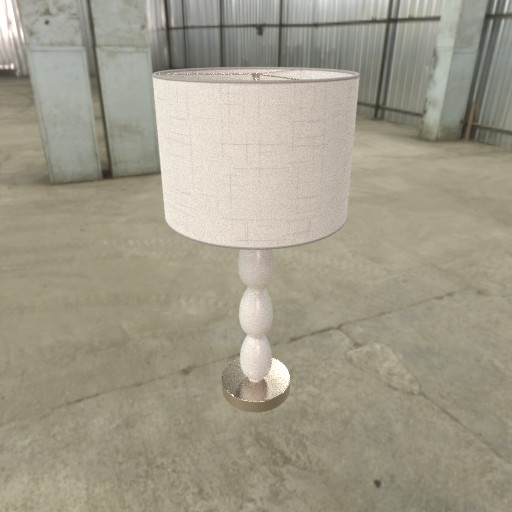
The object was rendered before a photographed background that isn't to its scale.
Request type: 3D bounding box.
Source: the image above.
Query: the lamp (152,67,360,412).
[{"bbox_3d":[0.000,0.000,0.729,0.280,0.559,0.282,1,26,2],"label":"lamp"}]
